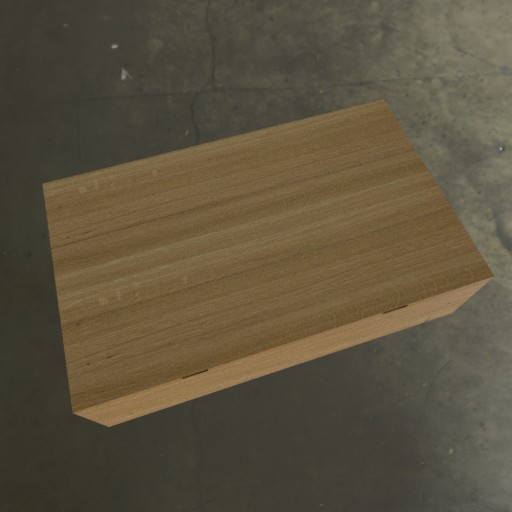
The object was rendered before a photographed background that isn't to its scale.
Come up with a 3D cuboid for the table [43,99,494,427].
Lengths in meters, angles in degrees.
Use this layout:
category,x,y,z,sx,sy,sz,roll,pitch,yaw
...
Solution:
category,x,y,z,sx,sy,sz,roll,pitch,yaw
table,0.000,0.000,1.398,1.110,0.353,0.678,-16,64,-8
